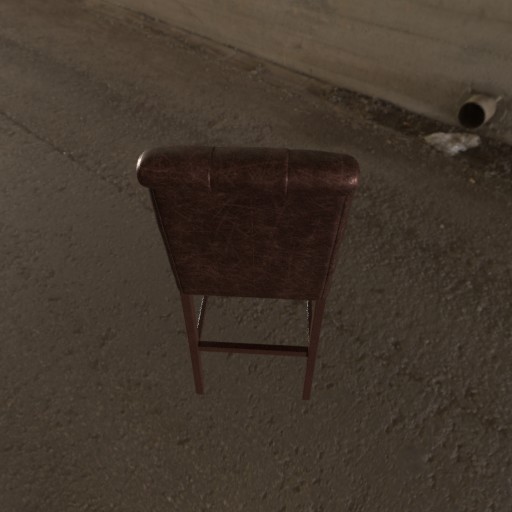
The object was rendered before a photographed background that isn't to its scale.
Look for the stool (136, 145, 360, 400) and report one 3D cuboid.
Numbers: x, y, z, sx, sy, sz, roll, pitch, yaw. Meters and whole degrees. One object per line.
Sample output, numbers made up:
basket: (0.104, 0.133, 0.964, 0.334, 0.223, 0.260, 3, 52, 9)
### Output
stool: (0.000, 0.000, 1.517, 0.483, 1.168, 0.659, 3, 46, 2)
